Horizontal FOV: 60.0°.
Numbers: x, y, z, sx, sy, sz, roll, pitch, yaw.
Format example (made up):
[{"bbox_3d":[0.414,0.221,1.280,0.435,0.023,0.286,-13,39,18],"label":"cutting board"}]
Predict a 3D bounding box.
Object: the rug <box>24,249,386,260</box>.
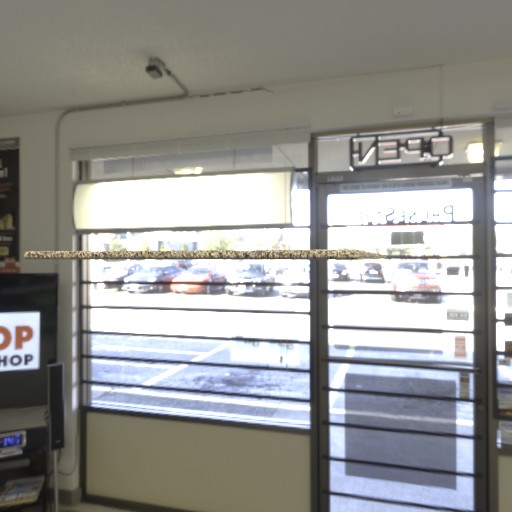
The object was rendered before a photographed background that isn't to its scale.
[{"bbox_3d":[0.000,0.000,2.280,1.219,0.030,1.778,0,0,19],"label":"rug"}]
